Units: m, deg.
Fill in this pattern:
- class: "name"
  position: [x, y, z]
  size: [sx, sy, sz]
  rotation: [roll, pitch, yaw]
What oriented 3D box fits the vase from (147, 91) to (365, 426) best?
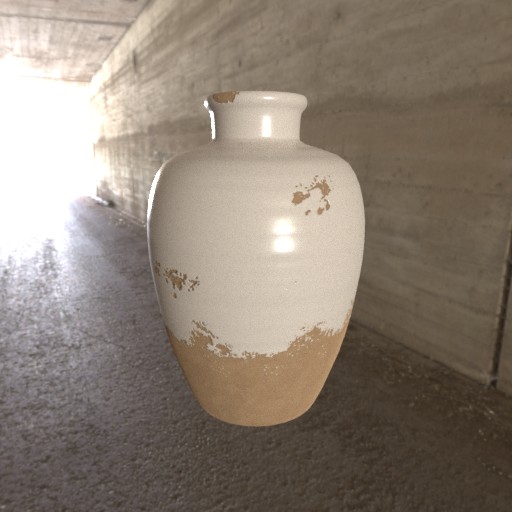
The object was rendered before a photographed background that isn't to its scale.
- class: "vase"
  position: [0.000, 0.000, 0.336]
  size: [0.158, 0.228, 0.158]
  rotation: [0, 14, 0]
